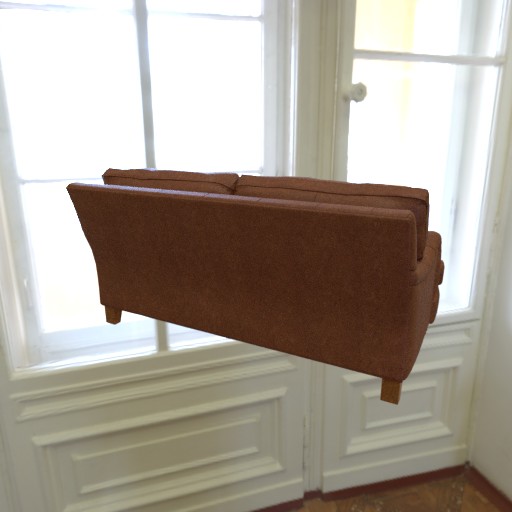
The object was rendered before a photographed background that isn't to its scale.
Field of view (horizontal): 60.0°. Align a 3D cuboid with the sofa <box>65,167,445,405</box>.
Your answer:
[{"bbox_3d":[0.000,0.000,2.821,2.144,1.071,1.147,9,19,27],"label":"sofa"}]
